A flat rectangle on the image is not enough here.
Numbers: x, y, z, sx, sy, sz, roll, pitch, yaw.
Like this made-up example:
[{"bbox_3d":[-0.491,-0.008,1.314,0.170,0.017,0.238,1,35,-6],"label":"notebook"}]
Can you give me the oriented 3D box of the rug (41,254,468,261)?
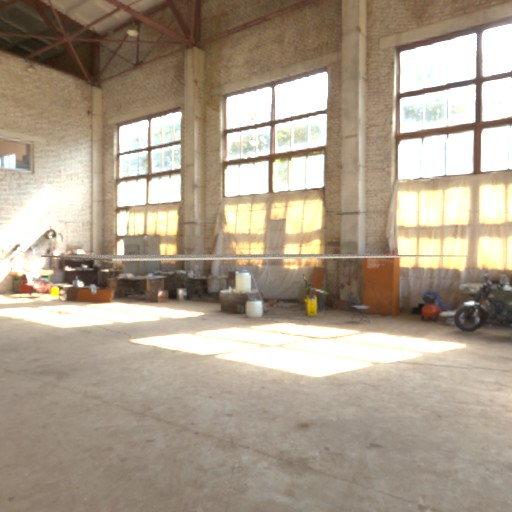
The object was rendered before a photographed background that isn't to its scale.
[{"bbox_3d":[0.000,0.000,2.276,1.828,0.007,1.220,0,1,-34],"label":"rug"}]
